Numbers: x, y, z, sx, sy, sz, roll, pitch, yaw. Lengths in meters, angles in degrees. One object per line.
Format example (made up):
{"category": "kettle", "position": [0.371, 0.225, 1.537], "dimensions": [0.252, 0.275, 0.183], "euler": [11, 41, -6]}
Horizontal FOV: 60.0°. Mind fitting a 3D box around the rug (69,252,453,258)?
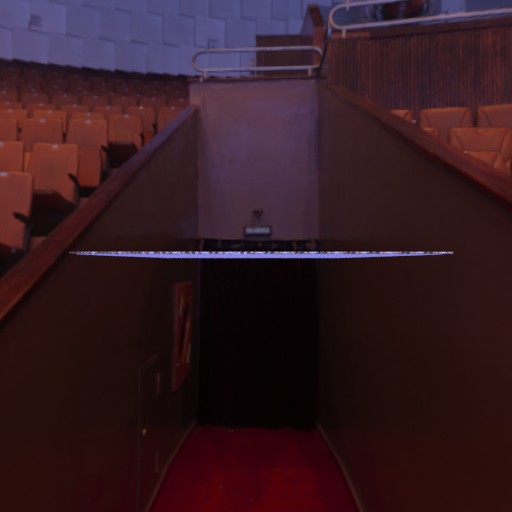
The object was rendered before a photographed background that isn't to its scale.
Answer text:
{"category": "rug", "position": [0.000, 0.000, 2.310], "dimensions": [1.247, 0.008, 1.802], "euler": [0, -1, -1]}
